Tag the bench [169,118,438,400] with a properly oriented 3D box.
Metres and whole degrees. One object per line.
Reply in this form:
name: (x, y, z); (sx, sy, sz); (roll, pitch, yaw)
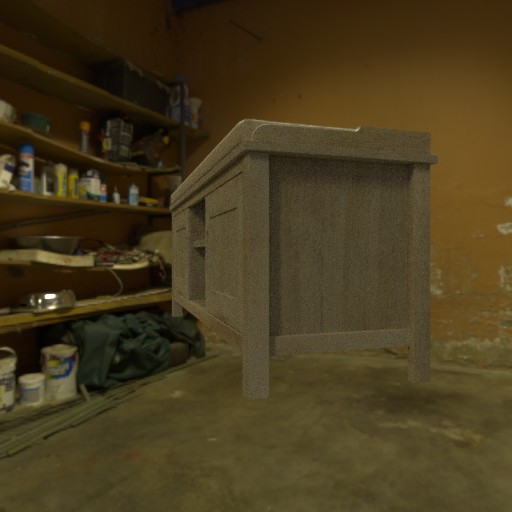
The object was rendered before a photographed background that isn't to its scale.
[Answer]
bench: (0.000, 0.000, 1.365); (0.398, 0.501, 1.140); (0, 0, -17)
